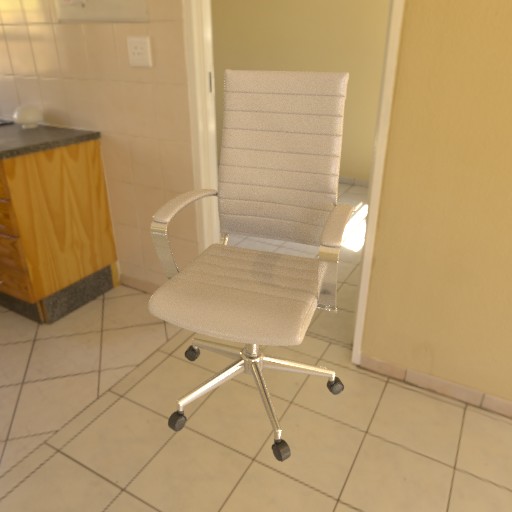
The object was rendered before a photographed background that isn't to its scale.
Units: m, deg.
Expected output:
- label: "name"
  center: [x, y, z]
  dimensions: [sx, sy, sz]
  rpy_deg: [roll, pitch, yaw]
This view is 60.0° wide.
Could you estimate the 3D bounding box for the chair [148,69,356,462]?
- label: "chair"
  center: [0.000, 0.000, 1.528]
  dimensions: [0.679, 1.149, 0.667]
  rpy_deg: [9, 27, 17]
